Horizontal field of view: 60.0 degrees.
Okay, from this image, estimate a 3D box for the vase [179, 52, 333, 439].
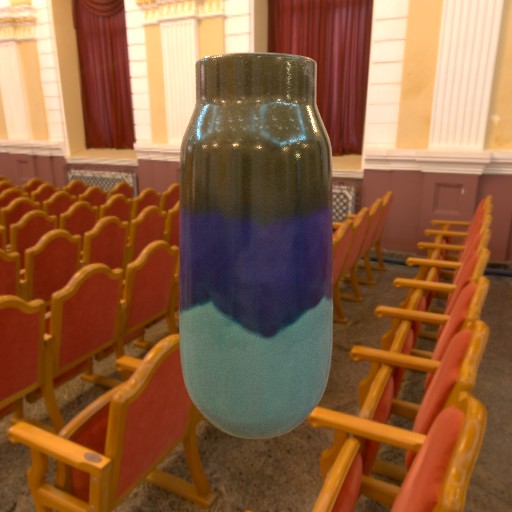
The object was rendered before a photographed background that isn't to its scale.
[{"bbox_3d":[0.000,0.000,0.385,0.139,0.313,0.139,0,16,0],"label":"vase"}]
